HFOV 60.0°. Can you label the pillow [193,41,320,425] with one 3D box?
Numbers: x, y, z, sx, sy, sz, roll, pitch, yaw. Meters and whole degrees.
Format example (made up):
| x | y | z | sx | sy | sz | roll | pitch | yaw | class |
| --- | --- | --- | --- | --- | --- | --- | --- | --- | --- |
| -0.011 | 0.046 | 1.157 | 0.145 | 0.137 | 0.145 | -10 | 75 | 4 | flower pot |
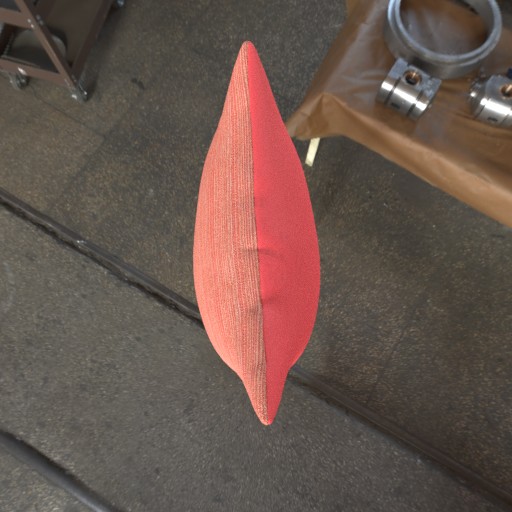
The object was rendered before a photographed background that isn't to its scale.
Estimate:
| x | y | z | sx | sy | sz | roll | pitch | yaw | class |
| --- | --- | --- | --- | --- | --- | --- | --- | --- | --- |
| 0.000 | 0.000 | 0.816 | 0.229 | 0.501 | 0.559 | -3 | 75 | -1 | pillow |
